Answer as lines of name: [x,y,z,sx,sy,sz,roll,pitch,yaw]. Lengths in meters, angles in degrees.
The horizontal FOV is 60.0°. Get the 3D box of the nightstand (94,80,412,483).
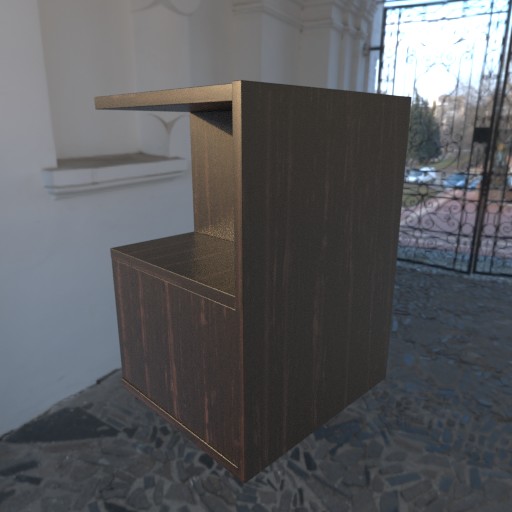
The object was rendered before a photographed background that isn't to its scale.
nightstand: [0.000,0.000,0.822,0.400,0.559,0.356,-16,22,-43]
